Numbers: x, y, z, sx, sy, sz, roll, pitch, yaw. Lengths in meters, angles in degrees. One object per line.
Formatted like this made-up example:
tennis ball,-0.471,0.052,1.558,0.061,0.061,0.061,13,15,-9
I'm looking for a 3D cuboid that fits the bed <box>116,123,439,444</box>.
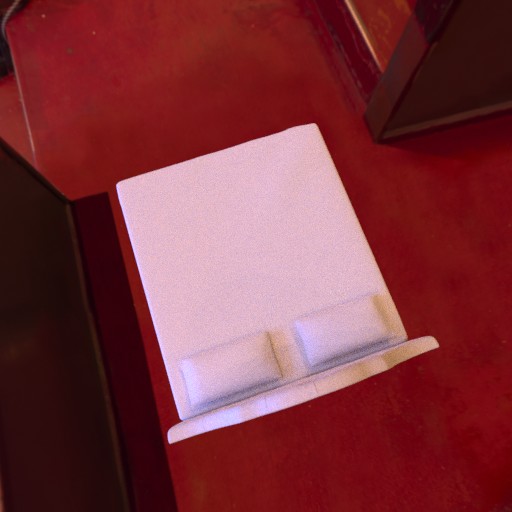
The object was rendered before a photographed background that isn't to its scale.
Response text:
bed,0.000,0.000,3.537,2.008,1.615,2.214,-18,75,-5
